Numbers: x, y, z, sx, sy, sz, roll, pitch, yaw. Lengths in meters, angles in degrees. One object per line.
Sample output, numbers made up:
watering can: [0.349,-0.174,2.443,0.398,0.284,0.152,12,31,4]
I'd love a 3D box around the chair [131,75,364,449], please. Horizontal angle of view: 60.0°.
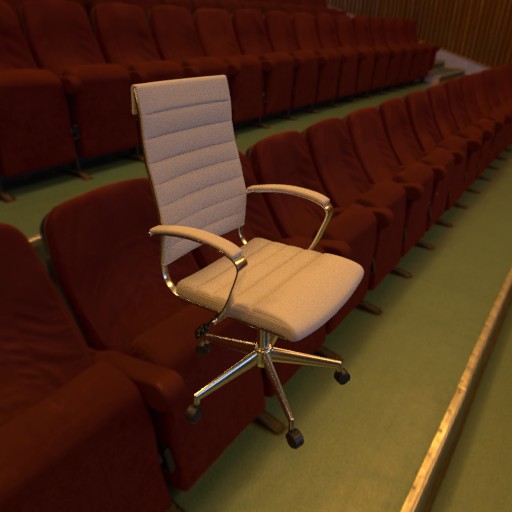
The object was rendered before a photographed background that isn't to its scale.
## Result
chair: [0.000,0.000,1.586,0.667,1.149,0.679,18,32,31]
